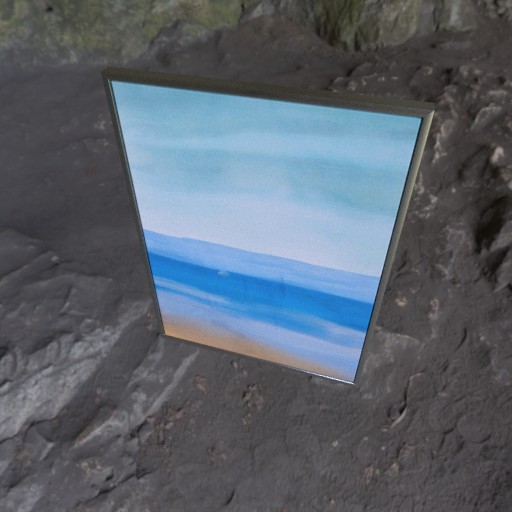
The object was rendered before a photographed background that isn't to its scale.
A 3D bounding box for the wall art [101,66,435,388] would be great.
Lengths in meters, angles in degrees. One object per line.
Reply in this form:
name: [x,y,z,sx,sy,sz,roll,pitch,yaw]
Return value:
wall art: [0.000,0.000,1.391,0.803,1.062,0.041,11,43,13]
